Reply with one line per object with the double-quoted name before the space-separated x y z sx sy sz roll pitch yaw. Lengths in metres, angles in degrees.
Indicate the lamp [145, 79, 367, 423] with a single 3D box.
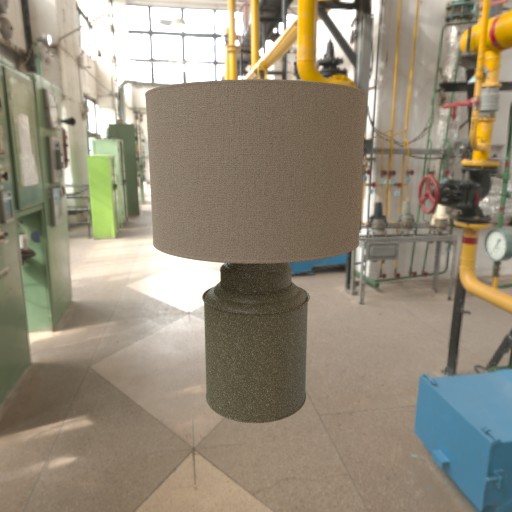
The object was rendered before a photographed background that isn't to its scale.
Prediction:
"lamp" 0.000 0.000 0.707 0.318 0.486 0.318 0 13 0
